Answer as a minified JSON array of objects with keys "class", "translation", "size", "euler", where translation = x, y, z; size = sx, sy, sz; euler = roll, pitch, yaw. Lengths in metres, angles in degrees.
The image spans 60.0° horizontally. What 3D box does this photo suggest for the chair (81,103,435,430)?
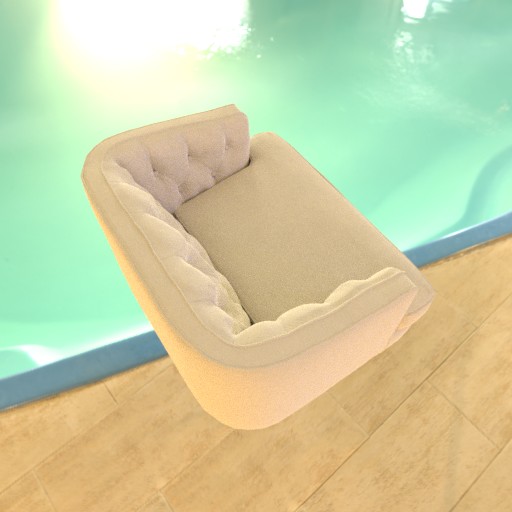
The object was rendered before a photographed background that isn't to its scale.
[{"class":"chair","translation":[0.000,0.000,1.763],"size":[0.941,0.852,1.104],"euler":[-30,62,-18]}]
